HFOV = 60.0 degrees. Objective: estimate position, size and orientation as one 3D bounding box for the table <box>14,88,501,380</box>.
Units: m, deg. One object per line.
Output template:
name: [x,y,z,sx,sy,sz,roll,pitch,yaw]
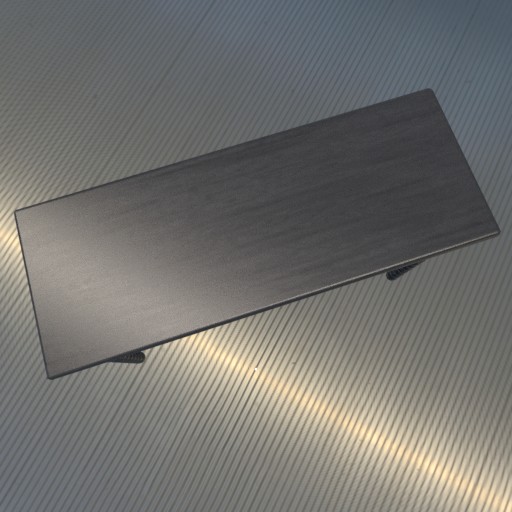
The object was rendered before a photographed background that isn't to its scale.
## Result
table: [0.000,0.000,1.497,1.184,0.735,0.459,-17,76,-4]
